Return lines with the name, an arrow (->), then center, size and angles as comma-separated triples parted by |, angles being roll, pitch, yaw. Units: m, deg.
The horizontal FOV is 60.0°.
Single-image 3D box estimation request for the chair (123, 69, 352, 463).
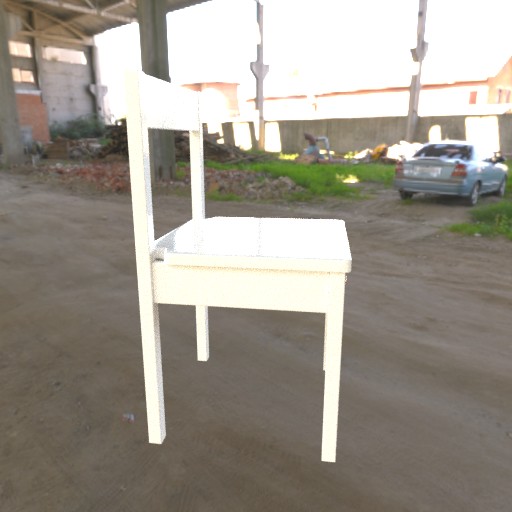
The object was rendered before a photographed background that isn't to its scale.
chair -> 0.000, 0.000, 0.905 | 0.361, 0.668, 0.367 | 2, 15, 9
